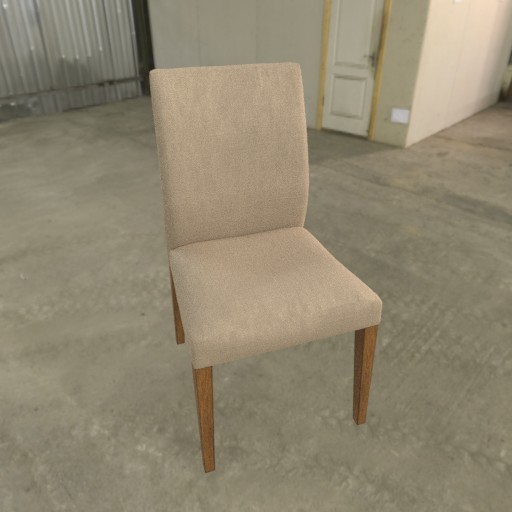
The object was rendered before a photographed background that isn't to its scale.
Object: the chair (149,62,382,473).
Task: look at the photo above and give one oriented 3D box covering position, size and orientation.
[{"bbox_3d":[0.000,0.000,1.260,0.496,0.940,0.585,-10,33,-16],"label":"chair"}]
